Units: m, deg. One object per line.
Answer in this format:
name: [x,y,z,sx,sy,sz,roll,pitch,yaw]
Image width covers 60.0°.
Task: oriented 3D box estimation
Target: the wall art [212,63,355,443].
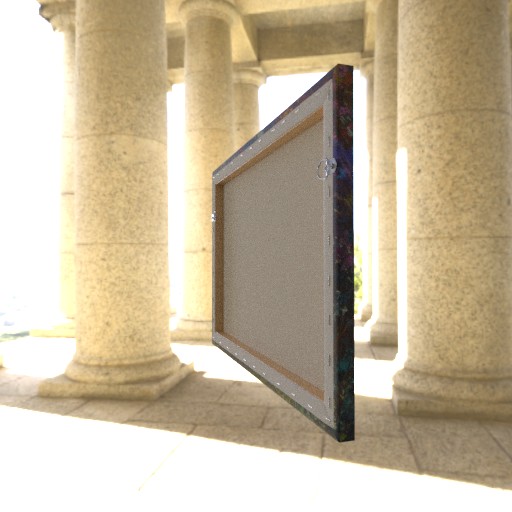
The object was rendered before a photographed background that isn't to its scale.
wall art: [0.000,0.000,1.430,0.042,0.760,1.136,0,-1,-18]
